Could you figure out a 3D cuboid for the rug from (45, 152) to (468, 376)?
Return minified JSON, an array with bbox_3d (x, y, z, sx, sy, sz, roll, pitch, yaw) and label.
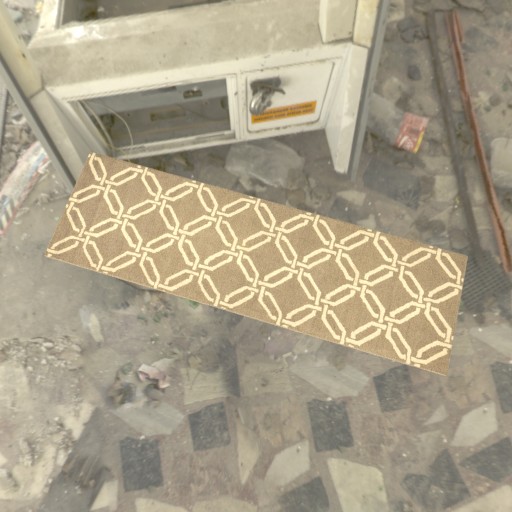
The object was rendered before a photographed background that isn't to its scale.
[{"bbox_3d":[0.000,0.000,2.483,2.276,0.014,0.678,16,75,4],"label":"rug"}]
